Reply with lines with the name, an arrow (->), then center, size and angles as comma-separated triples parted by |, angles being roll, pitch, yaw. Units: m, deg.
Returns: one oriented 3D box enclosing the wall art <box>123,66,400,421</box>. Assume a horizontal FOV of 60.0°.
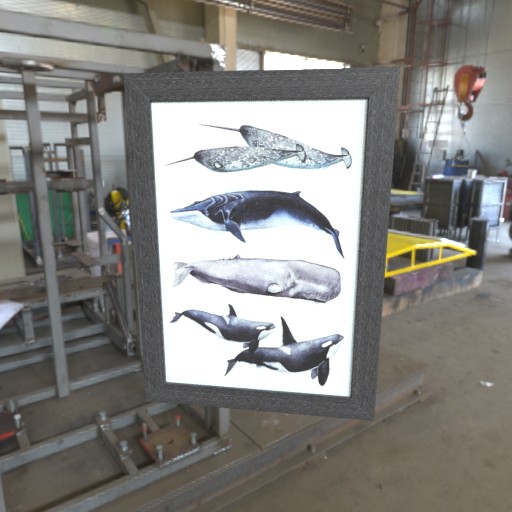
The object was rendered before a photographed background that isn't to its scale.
wall art -> 0.000, 0.000, 1.429 | 0.810, 1.116, 0.016 | 2, 14, 8
